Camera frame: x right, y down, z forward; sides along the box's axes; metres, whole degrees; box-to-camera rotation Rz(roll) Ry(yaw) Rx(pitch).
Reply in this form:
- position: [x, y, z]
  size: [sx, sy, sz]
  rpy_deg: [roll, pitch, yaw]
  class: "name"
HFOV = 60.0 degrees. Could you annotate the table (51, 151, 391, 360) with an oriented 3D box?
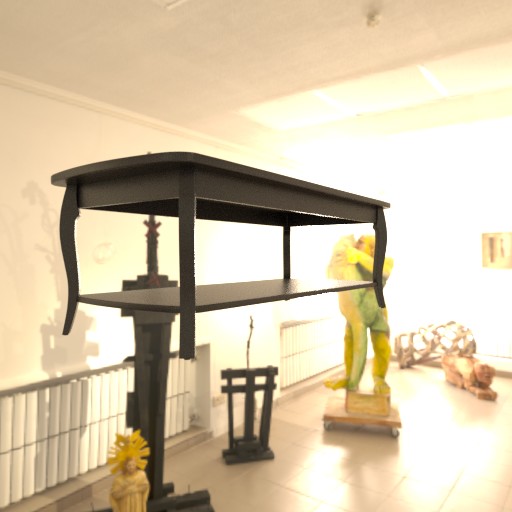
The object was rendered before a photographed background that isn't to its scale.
- position: [0.000, 0.000, 1.611]
  size: [0.571, 0.457, 1.333]
  rpy_deg: [0, 0, 37]
  class: "table"
